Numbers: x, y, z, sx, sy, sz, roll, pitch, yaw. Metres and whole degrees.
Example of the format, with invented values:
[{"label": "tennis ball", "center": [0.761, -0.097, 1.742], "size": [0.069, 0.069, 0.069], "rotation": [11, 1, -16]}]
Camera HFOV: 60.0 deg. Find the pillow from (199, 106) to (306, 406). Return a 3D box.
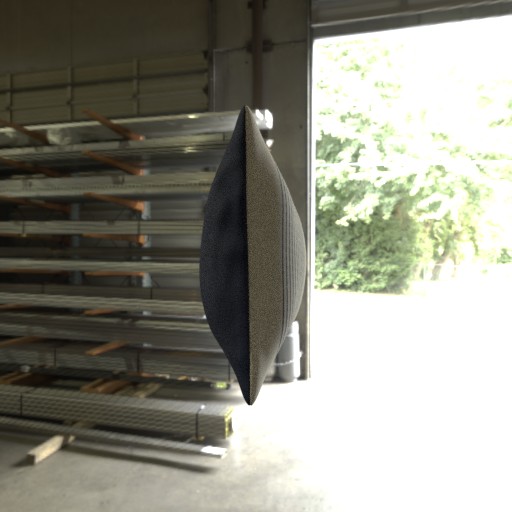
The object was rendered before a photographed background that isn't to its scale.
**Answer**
[{"label": "pillow", "center": [0.000, 0.000, 0.726], "size": [0.151, 0.287, 0.610], "rotation": [0, 0, 1]}]
